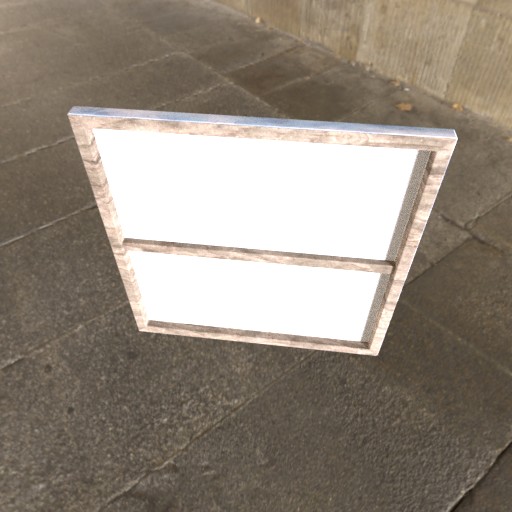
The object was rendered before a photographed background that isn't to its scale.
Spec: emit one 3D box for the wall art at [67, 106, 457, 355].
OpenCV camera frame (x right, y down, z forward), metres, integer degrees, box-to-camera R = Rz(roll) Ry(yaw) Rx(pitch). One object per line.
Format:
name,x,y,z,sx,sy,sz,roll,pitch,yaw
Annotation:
wall art,0.000,0.000,1.119,0.747,0.747,0.035,5,46,5
